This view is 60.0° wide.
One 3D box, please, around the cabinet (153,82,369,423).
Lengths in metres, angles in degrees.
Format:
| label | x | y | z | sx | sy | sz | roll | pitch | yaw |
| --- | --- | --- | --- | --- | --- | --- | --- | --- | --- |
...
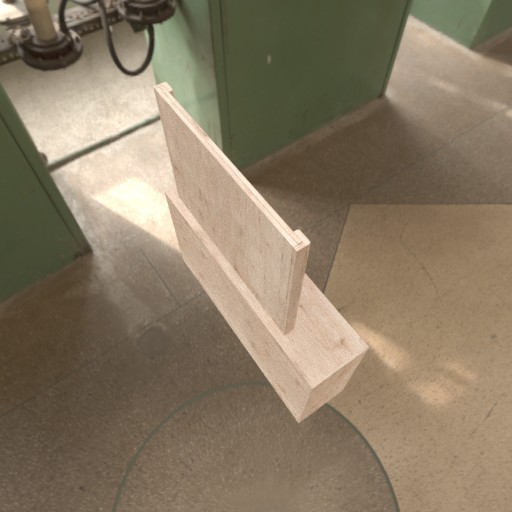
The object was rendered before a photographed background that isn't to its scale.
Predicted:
| label | x | y | z | sx | sy | sz | roll | pitch | yaw |
| --- | --- | --- | --- | --- | --- | --- | --- | --- | --- |
| cabinet | 0.000 | 0.000 | 2.805 | 0.420 | 1.981 | 1.700 | -30 | 63 | -17 |
